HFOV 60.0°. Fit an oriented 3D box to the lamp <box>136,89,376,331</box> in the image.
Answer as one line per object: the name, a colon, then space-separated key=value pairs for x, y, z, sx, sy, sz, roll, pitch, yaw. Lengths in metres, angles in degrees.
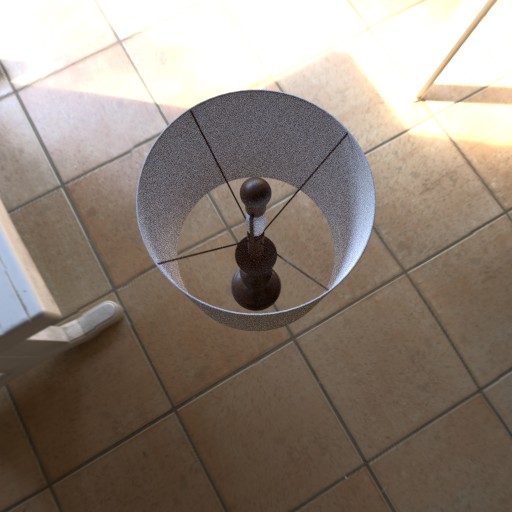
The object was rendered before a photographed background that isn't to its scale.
lamp: x=0.000 y=0.000 z=0.731 sx=0.250 sy=0.597 sz=0.250 roll=-35 pitch=79 yaw=-8
